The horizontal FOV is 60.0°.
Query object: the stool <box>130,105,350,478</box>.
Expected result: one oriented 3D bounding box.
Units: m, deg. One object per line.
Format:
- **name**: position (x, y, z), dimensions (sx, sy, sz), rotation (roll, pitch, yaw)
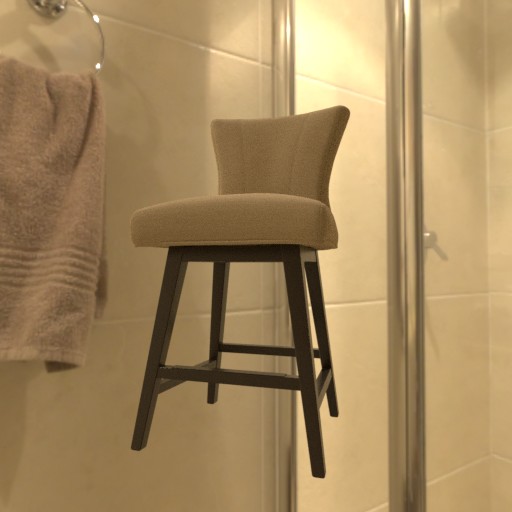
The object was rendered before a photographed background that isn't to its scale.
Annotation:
- **stool**: position (0.000, 0.000, 1.319), dimensions (0.514, 1.000, 0.574), rotation (0, -1, 18)
